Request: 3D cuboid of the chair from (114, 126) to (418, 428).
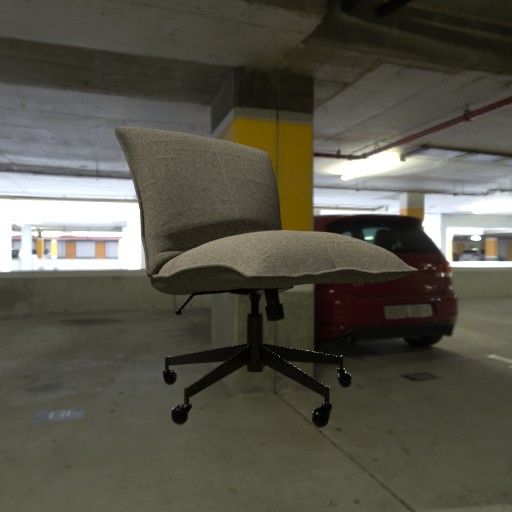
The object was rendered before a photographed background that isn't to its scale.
[{"bbox_3d":[0.000,0.000,1.272,0.597,0.811,0.696,0,0,-36],"label":"chair"}]
